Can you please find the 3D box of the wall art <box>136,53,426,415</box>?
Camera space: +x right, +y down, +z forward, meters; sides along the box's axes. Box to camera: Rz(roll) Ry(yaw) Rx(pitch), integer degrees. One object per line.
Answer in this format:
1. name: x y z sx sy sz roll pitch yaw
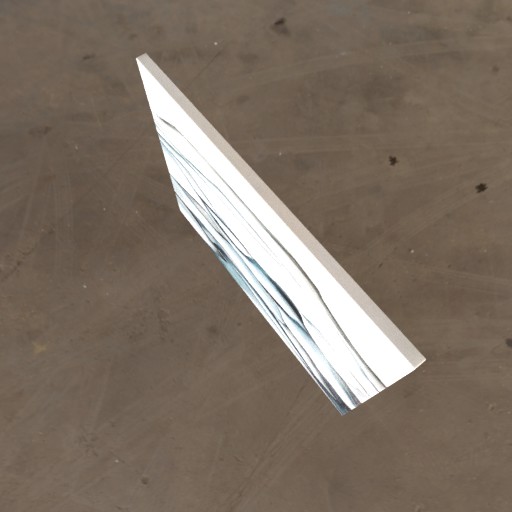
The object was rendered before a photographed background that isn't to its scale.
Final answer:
1. wall art: 0.000 0.000 1.605 0.039 0.915 1.219 -34 69 -15
